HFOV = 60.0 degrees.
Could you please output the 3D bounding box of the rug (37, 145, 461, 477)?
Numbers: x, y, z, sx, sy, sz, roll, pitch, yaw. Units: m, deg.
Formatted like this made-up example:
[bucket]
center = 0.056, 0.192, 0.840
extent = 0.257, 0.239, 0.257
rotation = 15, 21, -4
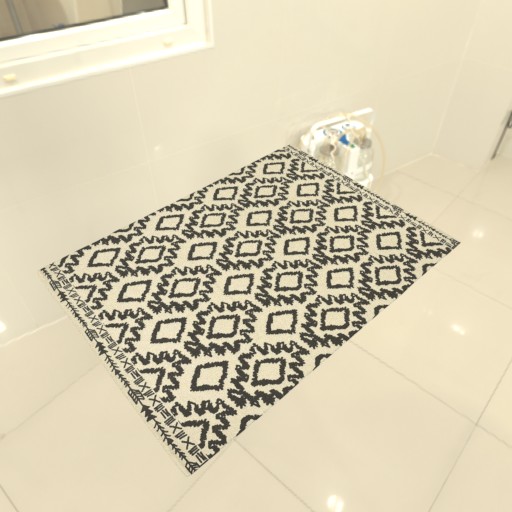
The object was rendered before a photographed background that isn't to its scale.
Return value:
[rug]
center = 0.000, 0.000, 4.282
extent = 3.369, 0.036, 2.444
rotation = -32, 54, -28
